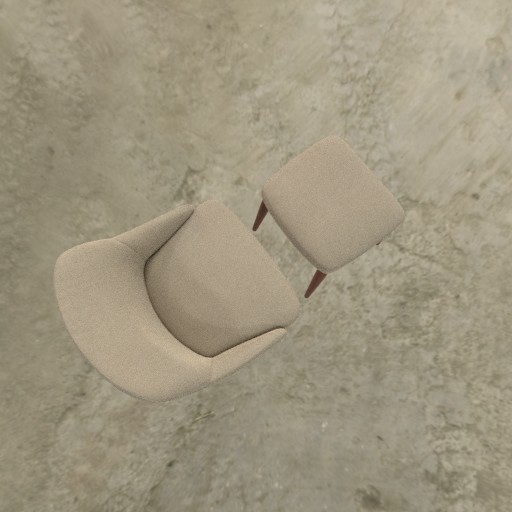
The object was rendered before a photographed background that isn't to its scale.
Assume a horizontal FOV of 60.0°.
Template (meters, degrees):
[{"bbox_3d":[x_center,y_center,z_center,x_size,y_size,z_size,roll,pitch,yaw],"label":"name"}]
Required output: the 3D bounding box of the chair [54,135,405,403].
[{"bbox_3d":[0.000,0.000,1.582,1.114,0.866,0.584,-36,78,-9],"label":"chair"}]
